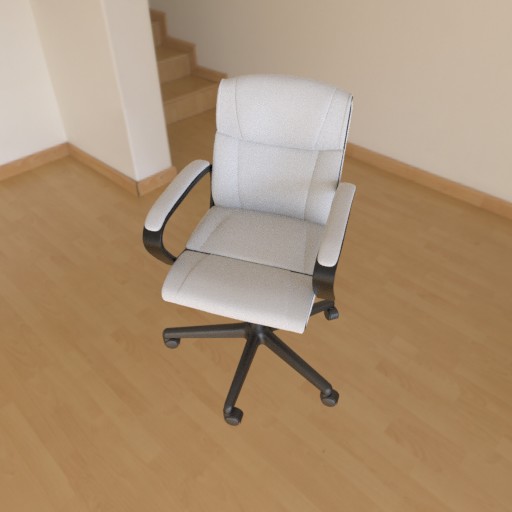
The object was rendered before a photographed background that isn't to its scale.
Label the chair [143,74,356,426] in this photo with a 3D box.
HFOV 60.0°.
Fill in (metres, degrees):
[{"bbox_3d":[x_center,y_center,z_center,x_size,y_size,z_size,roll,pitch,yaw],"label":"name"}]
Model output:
[{"bbox_3d":[0.000,0.000,1.519,0.739,1.004,0.717,12,42,14],"label":"chair"}]
